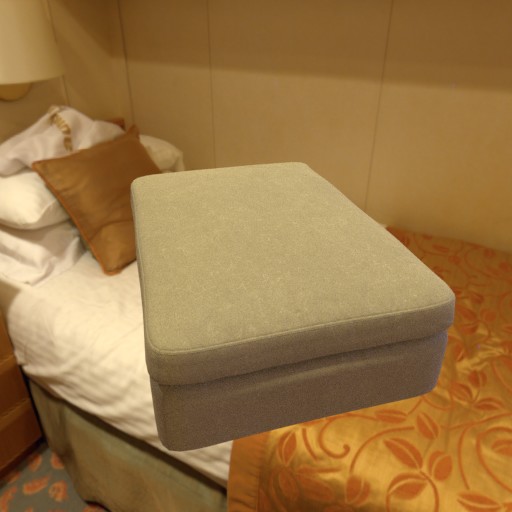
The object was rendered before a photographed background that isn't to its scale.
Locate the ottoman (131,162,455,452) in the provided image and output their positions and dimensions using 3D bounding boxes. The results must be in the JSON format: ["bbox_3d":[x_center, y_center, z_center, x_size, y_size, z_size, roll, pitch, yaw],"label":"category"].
[{"bbox_3d":[0.000,0.000,1.619,0.840,0.429,1.199,-8,31,-14],"label":"ottoman"}]
